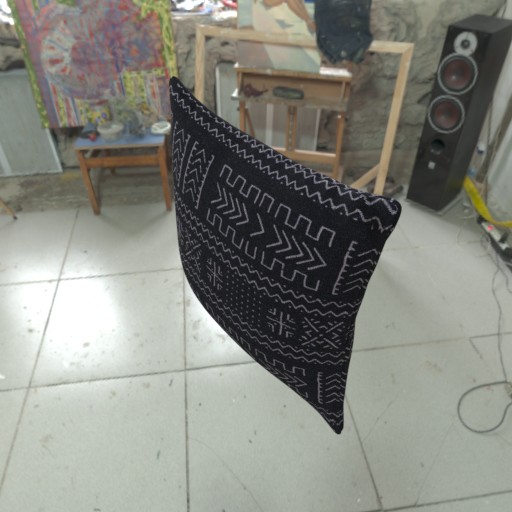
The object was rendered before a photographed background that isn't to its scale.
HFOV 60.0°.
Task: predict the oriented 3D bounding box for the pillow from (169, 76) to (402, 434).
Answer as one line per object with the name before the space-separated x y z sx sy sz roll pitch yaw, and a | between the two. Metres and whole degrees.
pillow | 0.000 0.000 0.675 0.164 0.430 0.438 -27 48 -27
